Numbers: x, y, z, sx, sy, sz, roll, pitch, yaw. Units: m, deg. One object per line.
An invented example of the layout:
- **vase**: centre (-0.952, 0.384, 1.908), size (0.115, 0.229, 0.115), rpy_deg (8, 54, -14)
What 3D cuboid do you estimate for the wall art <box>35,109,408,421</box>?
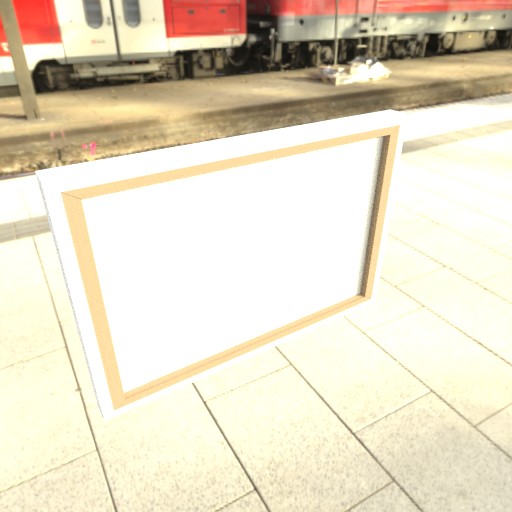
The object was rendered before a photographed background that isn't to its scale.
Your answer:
- **wall art**: centre (0.000, 0.000, 0.768), size (0.608, 0.414, 0.042), rpy_deg (-18, 35, -27)
